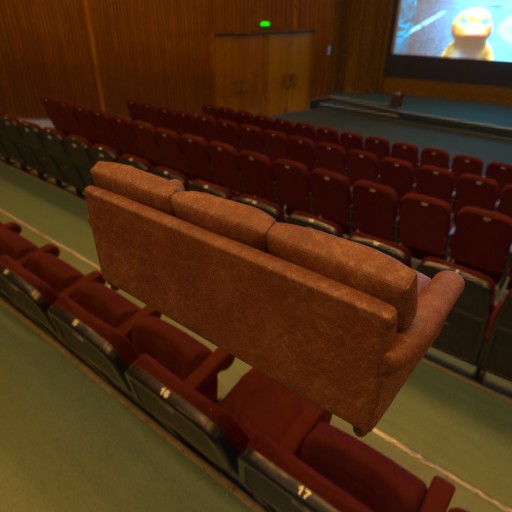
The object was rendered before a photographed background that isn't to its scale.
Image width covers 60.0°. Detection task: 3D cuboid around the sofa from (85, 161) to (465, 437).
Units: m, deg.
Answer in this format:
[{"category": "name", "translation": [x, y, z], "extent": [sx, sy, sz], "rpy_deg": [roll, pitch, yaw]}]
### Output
[{"category": "sofa", "translation": [0.000, 0.000, 2.819], "extent": [2.351, 0.977, 0.973], "rpy_deg": [22, 37, 33]}]
